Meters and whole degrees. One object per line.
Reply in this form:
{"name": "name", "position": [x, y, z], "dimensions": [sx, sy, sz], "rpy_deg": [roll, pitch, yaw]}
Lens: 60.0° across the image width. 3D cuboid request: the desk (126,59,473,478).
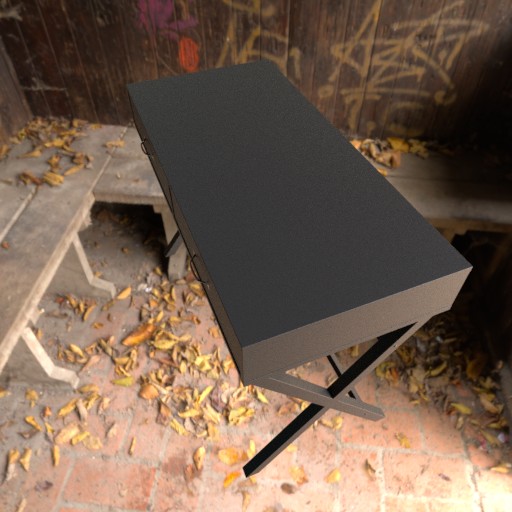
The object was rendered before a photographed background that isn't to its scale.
{"name": "desk", "position": [0.000, 0.000, 1.455], "dimensions": [0.525, 0.780, 1.057], "rpy_deg": [-17, 49, -15]}
